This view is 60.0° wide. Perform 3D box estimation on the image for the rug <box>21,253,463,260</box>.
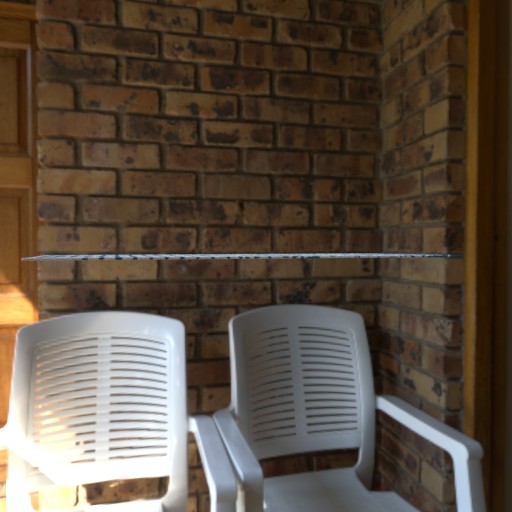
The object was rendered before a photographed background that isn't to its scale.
[{"bbox_3d":[0.000,0.000,2.699,2.435,0.011,0.750,0,1,-18],"label":"rug"}]
